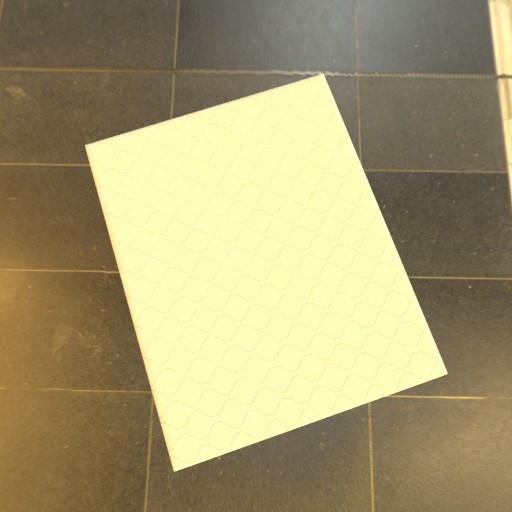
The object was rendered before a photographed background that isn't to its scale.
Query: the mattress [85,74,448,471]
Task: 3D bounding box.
[{"bbox_3d":[0.000,0.000,2.703,1.600,0.200,2.000,-18,78,-4],"label":"mattress"}]
